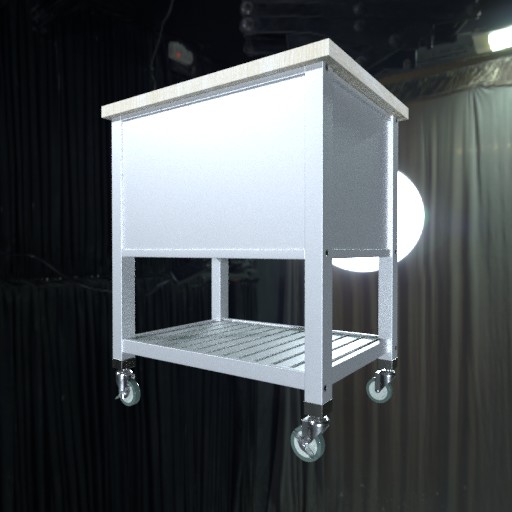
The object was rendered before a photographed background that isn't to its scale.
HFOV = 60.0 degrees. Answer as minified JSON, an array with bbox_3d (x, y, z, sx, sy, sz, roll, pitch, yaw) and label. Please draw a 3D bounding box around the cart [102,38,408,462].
[{"bbox_3d":[0.000,0.000,1.370,0.762,0.914,0.559,1,1,35],"label":"cart"}]
